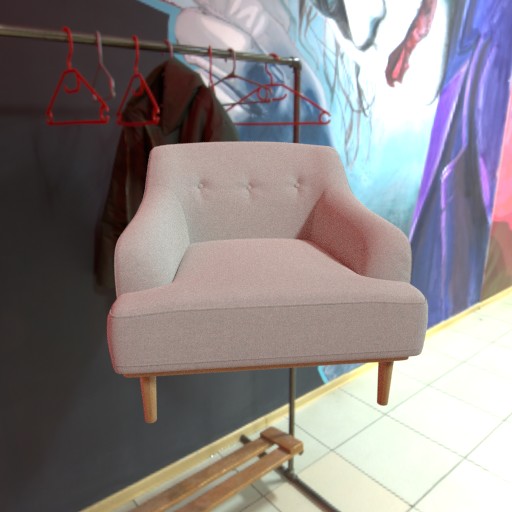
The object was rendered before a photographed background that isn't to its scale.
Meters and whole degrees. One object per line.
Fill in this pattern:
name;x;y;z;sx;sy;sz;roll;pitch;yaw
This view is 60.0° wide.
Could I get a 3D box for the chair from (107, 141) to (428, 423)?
chair;0.000;0.000;1.678;0.946;0.818;0.951;-2;16;-7
